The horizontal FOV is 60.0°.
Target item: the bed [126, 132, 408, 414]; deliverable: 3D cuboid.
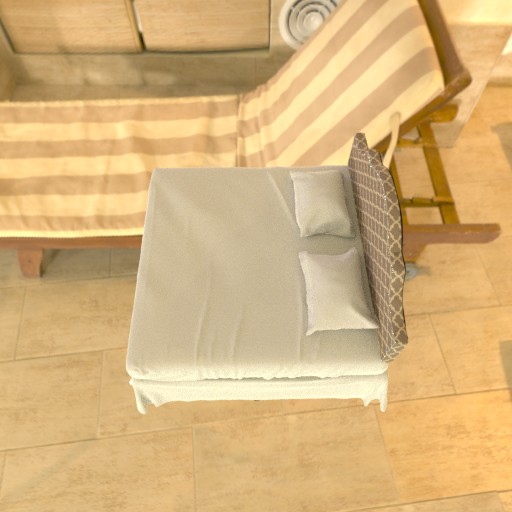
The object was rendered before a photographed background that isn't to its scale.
[{"bbox_3d":[0.000,0.000,3.755,2.222,1.601,2.314,-1,58,-1],"label":"bed"}]
